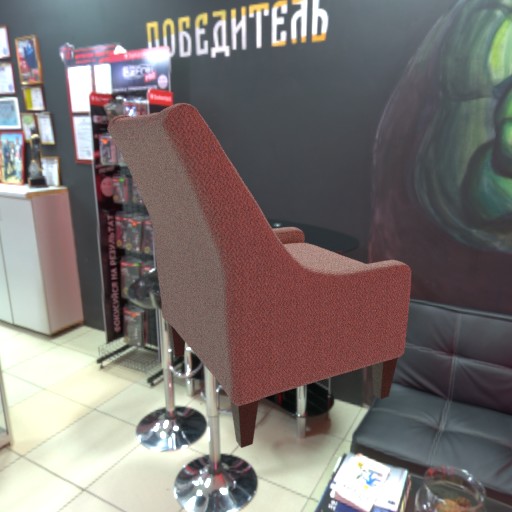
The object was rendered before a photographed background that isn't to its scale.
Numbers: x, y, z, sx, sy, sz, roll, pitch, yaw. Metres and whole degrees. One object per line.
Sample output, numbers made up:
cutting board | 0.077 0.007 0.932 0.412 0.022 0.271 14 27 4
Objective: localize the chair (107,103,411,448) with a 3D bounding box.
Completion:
chair | 0.000 0.000 1.652 0.870 1.014 0.774 -8 17 -27
